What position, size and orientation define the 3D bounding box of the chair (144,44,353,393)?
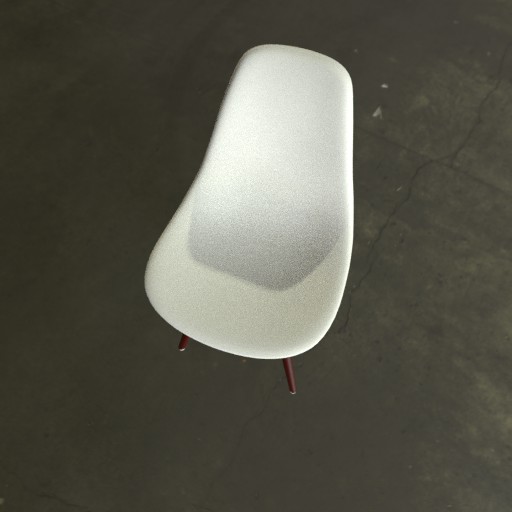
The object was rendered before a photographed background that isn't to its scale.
[{"bbox_3d":[0.000,0.000,1.133,0.470,0.826,0.533,18,60,11],"label":"chair"}]
